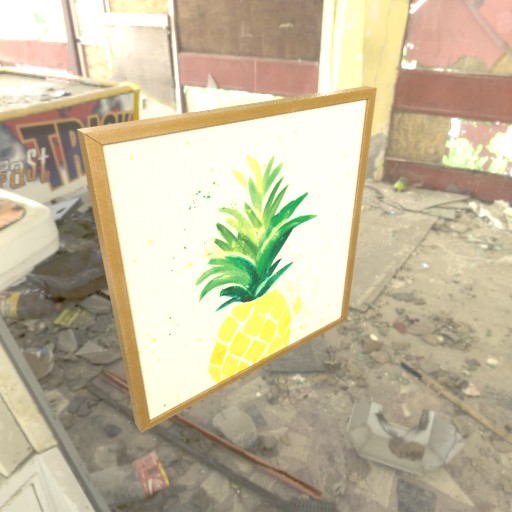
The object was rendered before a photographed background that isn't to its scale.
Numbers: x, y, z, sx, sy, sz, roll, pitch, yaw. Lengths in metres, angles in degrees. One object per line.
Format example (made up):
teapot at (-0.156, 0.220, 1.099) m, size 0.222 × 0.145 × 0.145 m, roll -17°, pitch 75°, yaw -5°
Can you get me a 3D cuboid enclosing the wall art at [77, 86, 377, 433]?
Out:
wall art at (0.000, 0.000, 1.153) m, size 0.762 × 0.760 × 0.037 m, roll -21°, pitch 36°, yaw -32°
